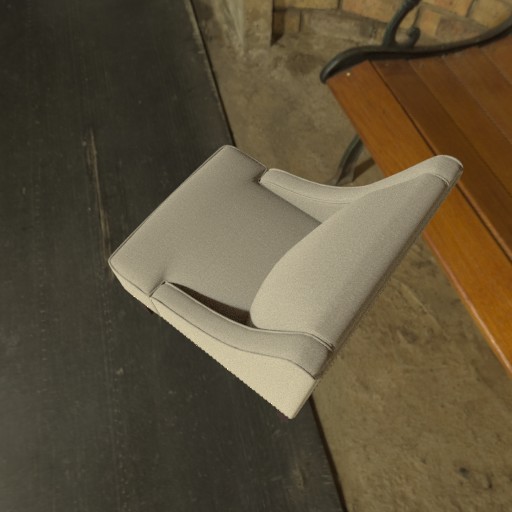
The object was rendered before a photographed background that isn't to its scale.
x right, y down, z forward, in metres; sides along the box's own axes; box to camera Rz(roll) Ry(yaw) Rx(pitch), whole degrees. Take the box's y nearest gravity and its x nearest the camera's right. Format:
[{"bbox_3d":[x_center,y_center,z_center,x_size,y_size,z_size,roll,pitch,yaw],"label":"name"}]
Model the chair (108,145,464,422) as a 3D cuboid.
[{"bbox_3d":[0.000,0.000,1.363,0.737,0.864,0.610,35,69,16],"label":"chair"}]
